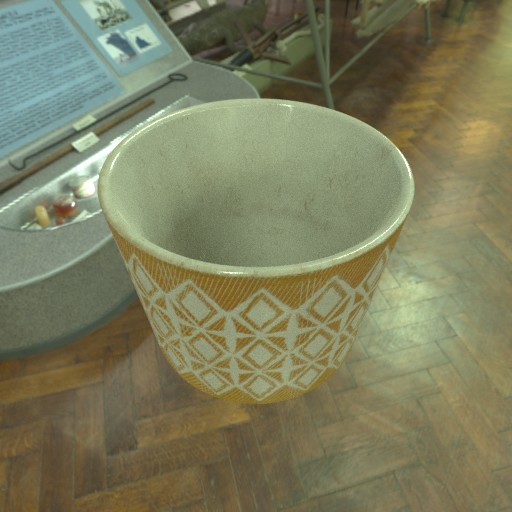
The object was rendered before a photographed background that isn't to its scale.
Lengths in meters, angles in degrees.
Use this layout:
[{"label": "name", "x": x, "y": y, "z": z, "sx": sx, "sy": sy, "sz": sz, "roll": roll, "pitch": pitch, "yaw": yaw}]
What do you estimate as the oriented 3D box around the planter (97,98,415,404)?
[{"label": "planter", "x": 0.000, "y": 0.000, "z": 0.218, "sx": 0.126, "sy": 0.104, "sz": 0.126, "roll": 0, "pitch": 44, "yaw": 0}]
